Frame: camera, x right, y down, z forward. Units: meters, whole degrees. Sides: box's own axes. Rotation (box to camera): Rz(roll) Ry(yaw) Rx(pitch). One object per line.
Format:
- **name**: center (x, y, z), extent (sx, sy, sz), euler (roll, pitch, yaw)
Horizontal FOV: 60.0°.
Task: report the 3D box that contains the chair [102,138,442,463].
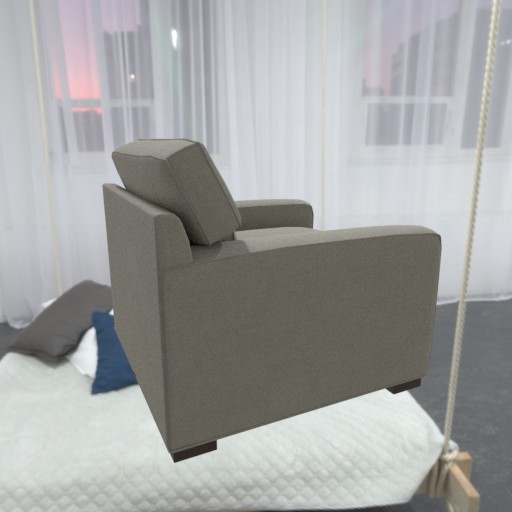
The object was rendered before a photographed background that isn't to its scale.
- **chair**: center (0.000, 0.000, 1.827), extent (1.044, 0.934, 0.999), euler (-7, 16, -25)
